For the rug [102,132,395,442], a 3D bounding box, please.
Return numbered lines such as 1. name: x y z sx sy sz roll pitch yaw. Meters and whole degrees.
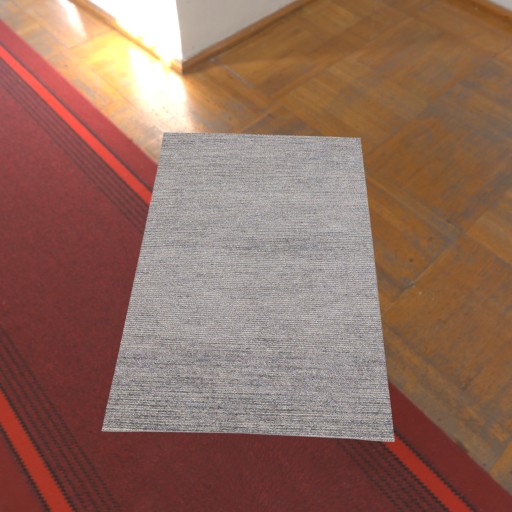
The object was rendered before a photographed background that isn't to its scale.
1. rug: 0.000 0.000 3.005 1.604 0.030 2.307 2 59 1
